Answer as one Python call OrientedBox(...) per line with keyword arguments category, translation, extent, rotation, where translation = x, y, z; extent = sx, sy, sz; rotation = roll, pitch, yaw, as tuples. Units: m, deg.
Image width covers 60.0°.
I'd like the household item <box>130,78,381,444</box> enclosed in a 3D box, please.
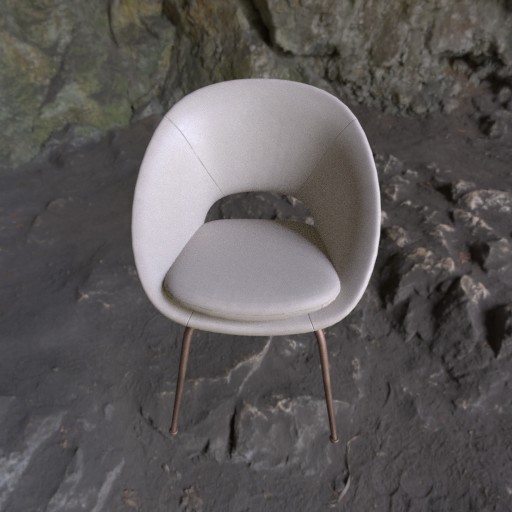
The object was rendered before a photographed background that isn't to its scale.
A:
OrientedBox(category="household item", translation=(0.000, 0.000, 1.244), extent=(0.623, 0.852, 0.573), rotation=(2, 31, 3))
